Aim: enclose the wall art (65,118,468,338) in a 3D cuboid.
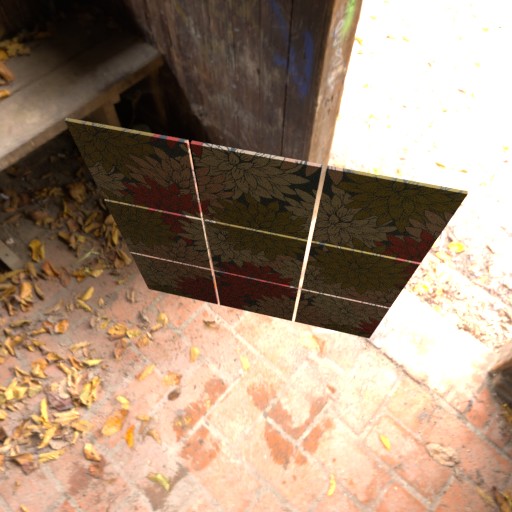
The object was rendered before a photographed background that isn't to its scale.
[{"bbox_3d":[0.000,0.000,1.825,1.206,1.218,0.013,12,61,7],"label":"wall art"}]
